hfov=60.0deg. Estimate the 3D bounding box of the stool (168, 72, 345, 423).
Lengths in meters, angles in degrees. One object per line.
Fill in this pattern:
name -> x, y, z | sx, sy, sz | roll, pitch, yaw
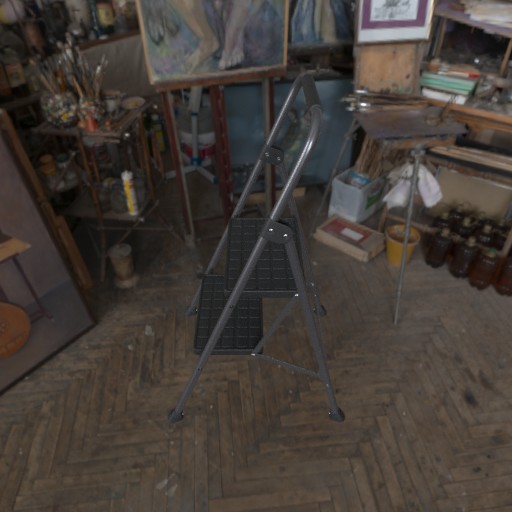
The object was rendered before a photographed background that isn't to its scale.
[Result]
stool -> 0.000, 0.000, 1.163 | 0.514, 0.872, 0.450 | 0, 40, 0
